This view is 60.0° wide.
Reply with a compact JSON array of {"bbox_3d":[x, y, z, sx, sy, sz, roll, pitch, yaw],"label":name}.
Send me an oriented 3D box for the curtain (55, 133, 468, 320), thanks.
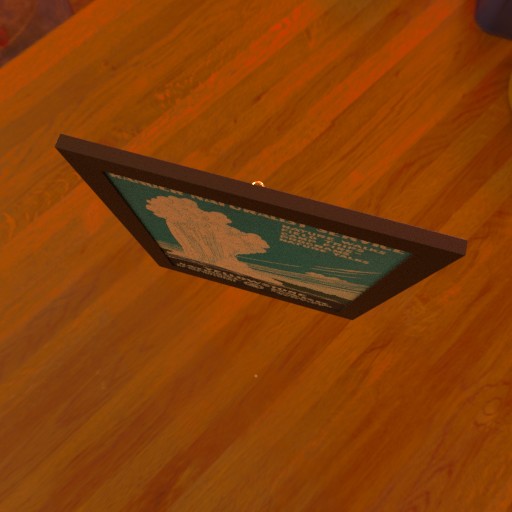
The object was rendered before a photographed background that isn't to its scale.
[{"bbox_3d":[0.000,0.000,0.787,0.483,0.585,0.027,15,75,4],"label":"curtain"}]
